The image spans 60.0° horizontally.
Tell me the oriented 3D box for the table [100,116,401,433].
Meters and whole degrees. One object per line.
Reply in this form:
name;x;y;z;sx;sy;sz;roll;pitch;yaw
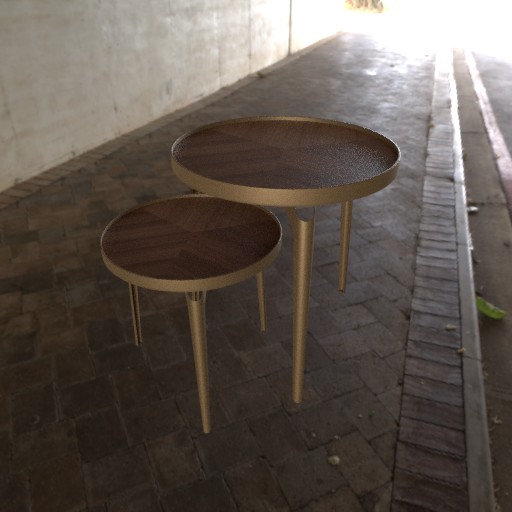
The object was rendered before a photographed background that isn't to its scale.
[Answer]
table;0.000;0.000;1.149;0.751;0.555;0.532;-22;38;-31
